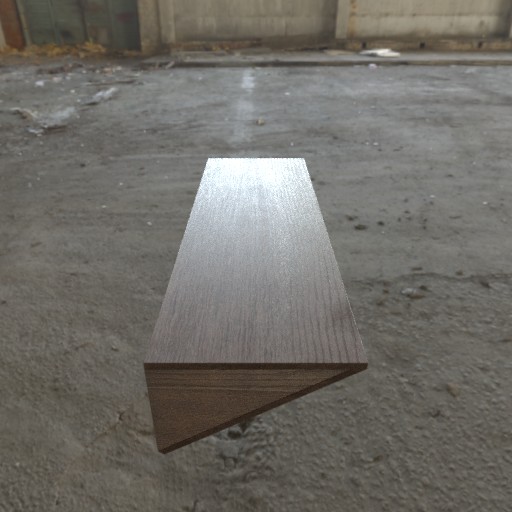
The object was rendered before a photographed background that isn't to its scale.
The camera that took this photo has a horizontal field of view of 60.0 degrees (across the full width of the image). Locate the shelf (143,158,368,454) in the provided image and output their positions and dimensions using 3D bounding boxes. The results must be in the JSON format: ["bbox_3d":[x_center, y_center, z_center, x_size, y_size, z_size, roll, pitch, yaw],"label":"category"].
[{"bbox_3d":[0.000,0.000,0.689,0.200,0.125,0.610,0,29,0],"label":"shelf"}]
